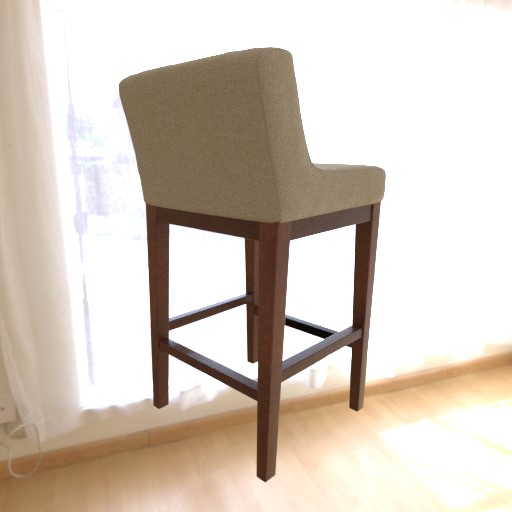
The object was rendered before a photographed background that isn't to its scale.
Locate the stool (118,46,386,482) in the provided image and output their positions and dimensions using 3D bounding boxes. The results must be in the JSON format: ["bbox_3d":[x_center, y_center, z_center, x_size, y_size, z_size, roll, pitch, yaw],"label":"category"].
[{"bbox_3d":[0.000,0.000,1.207,0.511,0.937,0.500,13,18,43],"label":"stool"}]
